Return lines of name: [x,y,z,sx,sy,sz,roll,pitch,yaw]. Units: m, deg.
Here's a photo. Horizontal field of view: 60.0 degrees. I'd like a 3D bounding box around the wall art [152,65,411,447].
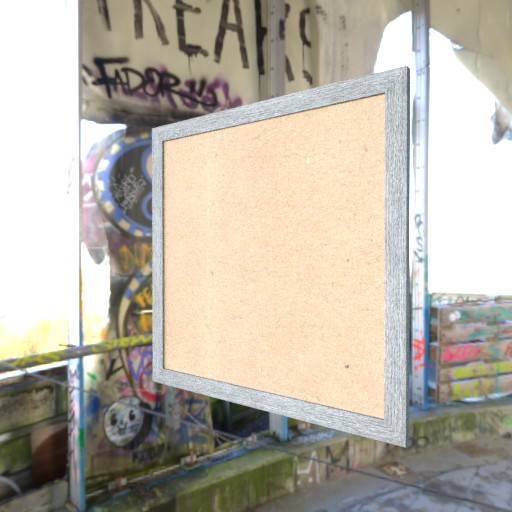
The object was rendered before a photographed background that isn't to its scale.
wall art: [0.000,0.000,1.005,0.685,0.685,0.020,0,1,37]
